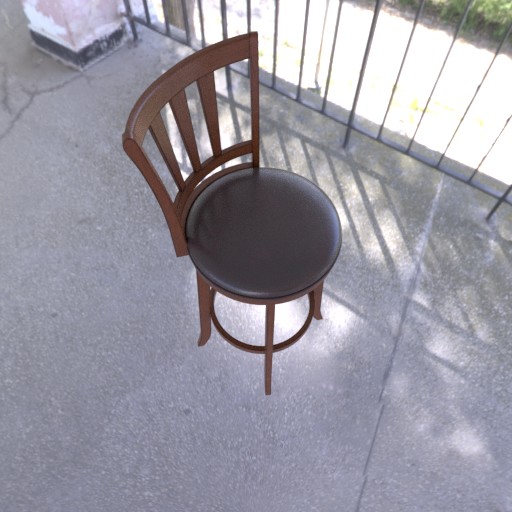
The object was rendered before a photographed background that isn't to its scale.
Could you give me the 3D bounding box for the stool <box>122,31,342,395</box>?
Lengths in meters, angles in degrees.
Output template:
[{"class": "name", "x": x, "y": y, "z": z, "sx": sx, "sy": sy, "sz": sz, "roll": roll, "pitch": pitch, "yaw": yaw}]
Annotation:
[{"class": "stool", "x": 0.000, "y": 0.000, "z": 1.423, "sx": 0.503, "sy": 1.177, "sz": 0.464, "roll": 31, "pitch": 63, "yaw": 18}]
